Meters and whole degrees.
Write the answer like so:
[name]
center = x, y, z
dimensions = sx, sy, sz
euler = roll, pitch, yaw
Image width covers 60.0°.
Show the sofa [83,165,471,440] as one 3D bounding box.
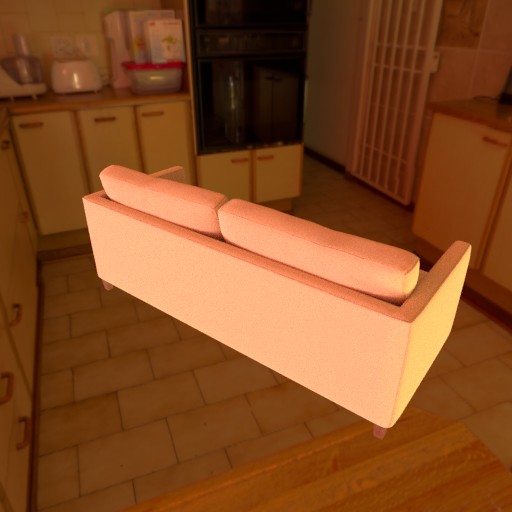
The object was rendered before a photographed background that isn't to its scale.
[sofa]
center = 0.000, 0.000, 2.890
dimensions = 2.361, 0.968, 0.951
euler = 20, 35, 32
